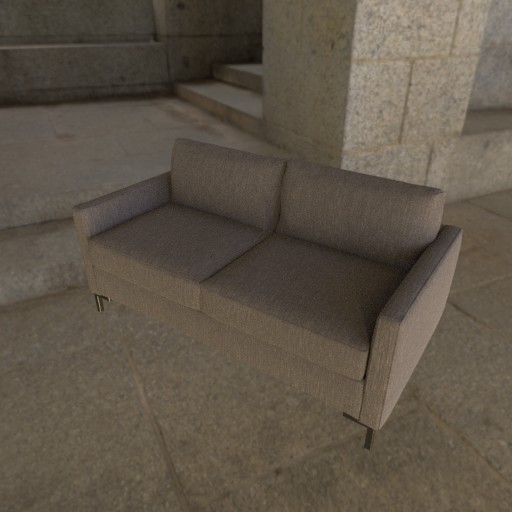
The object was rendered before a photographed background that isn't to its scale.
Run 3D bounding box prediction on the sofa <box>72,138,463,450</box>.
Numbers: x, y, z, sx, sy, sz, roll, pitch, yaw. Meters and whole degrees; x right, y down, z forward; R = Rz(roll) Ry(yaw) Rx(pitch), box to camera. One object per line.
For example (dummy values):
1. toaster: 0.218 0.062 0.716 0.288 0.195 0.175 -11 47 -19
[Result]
1. sofa: 0.000 0.000 2.166 1.682 0.840 0.875 18 34 30
